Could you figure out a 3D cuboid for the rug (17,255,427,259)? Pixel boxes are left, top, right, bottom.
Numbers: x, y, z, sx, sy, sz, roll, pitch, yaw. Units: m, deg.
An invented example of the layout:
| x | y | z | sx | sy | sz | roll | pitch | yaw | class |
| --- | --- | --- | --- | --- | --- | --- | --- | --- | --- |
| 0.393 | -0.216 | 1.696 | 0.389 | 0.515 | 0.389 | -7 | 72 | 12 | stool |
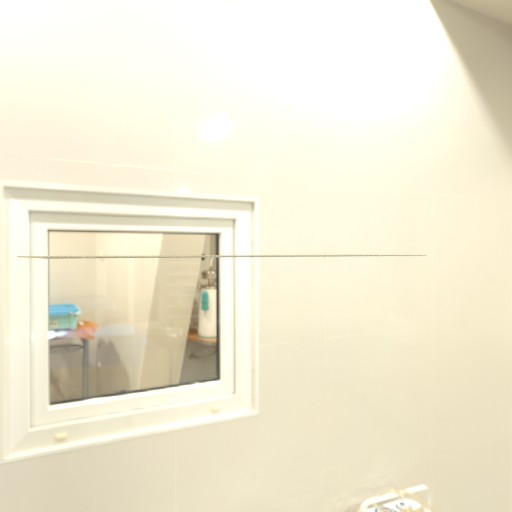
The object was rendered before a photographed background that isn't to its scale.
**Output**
| x | y | z | sx | sy | sz | roll | pitch | yaw | class |
| --- | --- | --- | --- | --- | --- | --- | --- | --- | --- |
| 0.000 | 0.000 | 2.638 | 2.437 | 0.005 | 0.688 | 0 | 1 | -36 | rug |
